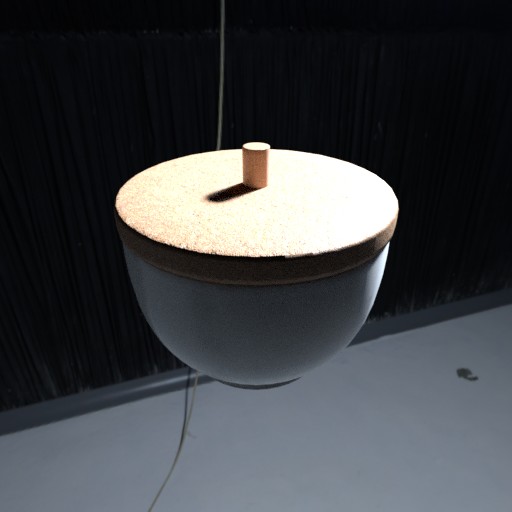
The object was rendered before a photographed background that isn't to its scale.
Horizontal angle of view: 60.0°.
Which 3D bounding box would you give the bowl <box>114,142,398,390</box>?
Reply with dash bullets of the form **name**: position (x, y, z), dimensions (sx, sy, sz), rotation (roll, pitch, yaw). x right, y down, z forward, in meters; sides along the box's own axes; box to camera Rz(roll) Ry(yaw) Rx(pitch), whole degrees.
- **bowl**: position (0.000, 0.000, 0.220), dimensions (0.126, 0.110, 0.126), rotation (0, 30, 0)
